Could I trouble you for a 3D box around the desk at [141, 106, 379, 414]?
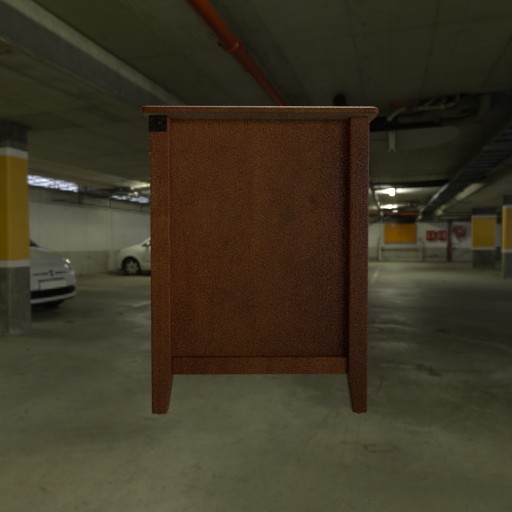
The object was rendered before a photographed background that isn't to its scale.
[{"bbox_3d":[0.000,0.000,1.741,0.574,0.756,1.353,0,2,-1],"label":"desk"}]
